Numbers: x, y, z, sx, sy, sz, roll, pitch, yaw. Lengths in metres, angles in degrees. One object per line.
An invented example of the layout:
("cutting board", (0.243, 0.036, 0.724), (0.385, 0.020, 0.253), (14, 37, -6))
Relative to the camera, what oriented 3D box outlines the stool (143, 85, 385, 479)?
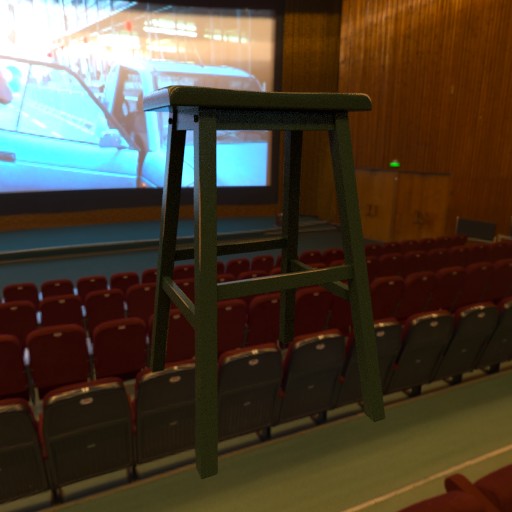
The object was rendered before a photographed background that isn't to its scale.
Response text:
("stool", (0.000, 0.000, 1.070), (0.457, 0.737, 0.476), (-7, 17, -24))
